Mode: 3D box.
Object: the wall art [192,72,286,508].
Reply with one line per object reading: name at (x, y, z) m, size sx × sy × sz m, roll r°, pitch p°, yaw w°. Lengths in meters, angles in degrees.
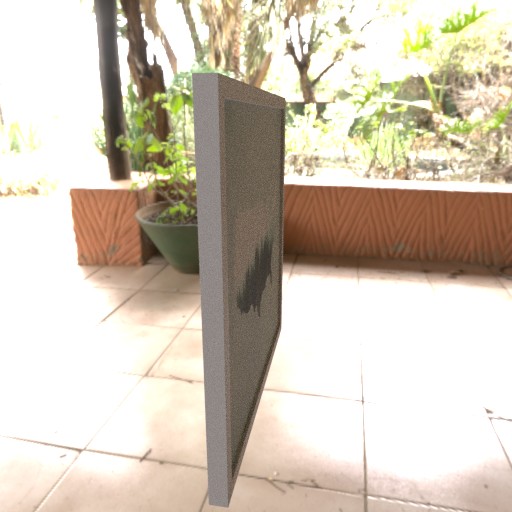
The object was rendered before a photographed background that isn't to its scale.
wall art at (0.000, 0.000, 1.085) m, size 0.038 × 0.762 × 0.762 m, roll 3°, pitch 17°, yaw 10°
